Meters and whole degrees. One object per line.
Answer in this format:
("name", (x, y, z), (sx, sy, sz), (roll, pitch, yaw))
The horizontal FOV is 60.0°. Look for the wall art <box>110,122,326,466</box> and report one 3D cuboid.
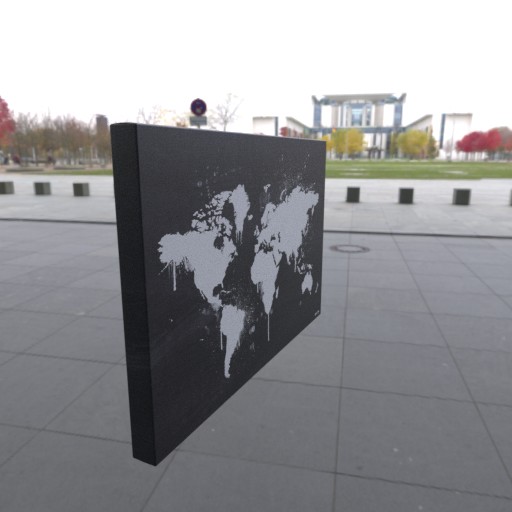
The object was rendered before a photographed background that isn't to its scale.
("wall art", (0.000, 0.000, 0.772), (0.038, 0.409, 0.610), (7, 14, 27))
